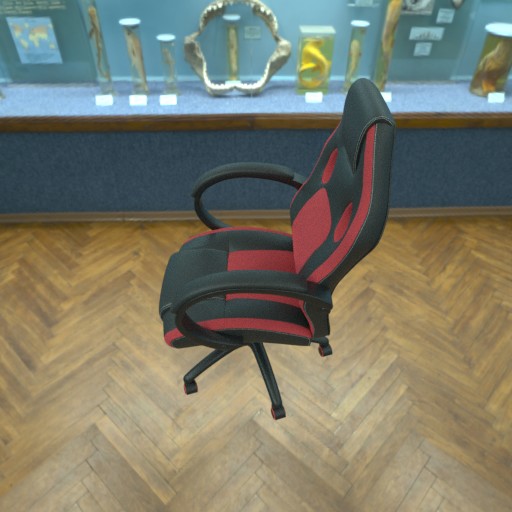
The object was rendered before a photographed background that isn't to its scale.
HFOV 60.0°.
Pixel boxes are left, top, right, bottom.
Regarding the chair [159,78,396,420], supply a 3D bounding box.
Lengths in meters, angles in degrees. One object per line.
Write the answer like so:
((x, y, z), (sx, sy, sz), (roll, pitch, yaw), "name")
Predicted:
((0.000, 0.000, 1.599), (0.724, 1.187, 0.673), (0, 43, 0), "chair")
